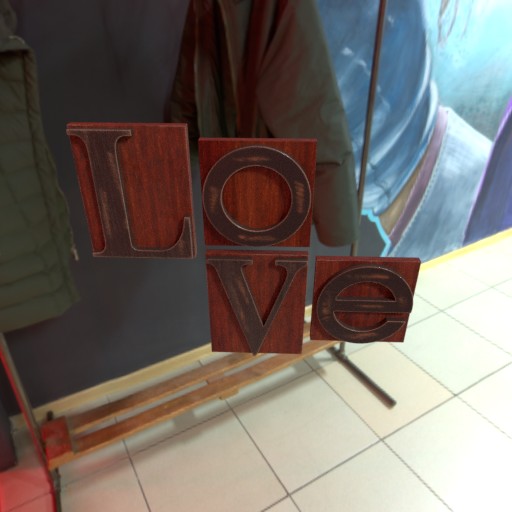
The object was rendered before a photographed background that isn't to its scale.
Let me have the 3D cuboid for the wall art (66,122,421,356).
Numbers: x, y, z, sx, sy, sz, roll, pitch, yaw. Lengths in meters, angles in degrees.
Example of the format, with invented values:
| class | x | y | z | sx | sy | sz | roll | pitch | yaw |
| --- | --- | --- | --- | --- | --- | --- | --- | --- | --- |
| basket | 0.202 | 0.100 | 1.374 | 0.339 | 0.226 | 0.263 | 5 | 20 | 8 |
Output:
| class | x | y | z | sx | sy | sz | roll | pitch | yaw |
| --- | --- | --- | --- | --- | --- | --- | --- | --- | --- |
| wall art | 0.000 | 0.000 | 0.858 | 0.635 | 0.497 | 0.030 | 1 | 30 | 2 |
